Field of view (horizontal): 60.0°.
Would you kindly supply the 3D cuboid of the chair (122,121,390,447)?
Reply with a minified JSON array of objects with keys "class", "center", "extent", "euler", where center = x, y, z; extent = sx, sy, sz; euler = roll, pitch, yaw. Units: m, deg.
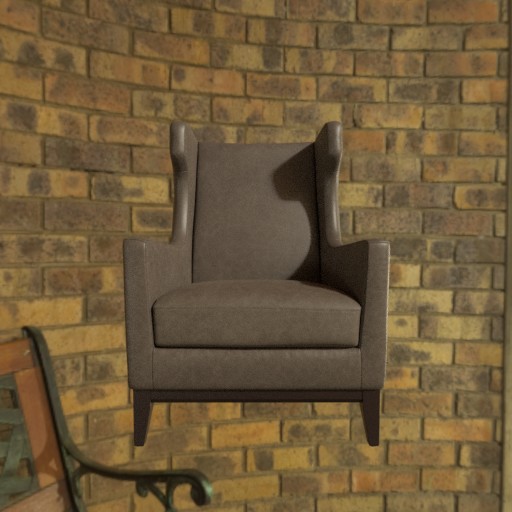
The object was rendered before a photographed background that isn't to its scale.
[{"class":"chair","center":[0.000,0.000,1.664],"extent":[0.769,1.079,0.899],"euler":[0,1,0]}]
